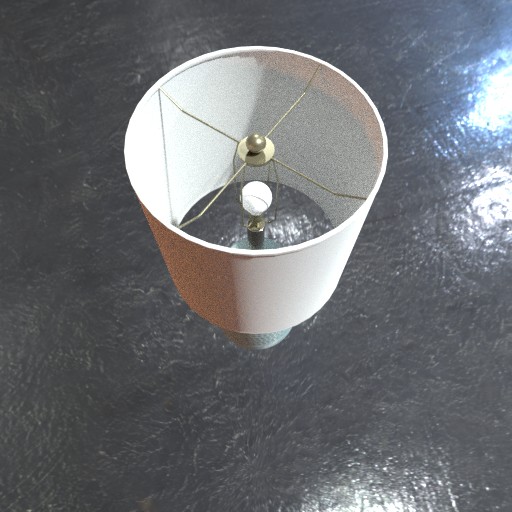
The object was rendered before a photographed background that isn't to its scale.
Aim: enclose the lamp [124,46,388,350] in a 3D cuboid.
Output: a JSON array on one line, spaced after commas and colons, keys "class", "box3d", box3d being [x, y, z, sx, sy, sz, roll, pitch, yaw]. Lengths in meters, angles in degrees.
[{"class": "lamp", "box3d": [0.000, 0.000, 1.098, 0.418, 0.871, 0.418, -15, 65, -7]}]
